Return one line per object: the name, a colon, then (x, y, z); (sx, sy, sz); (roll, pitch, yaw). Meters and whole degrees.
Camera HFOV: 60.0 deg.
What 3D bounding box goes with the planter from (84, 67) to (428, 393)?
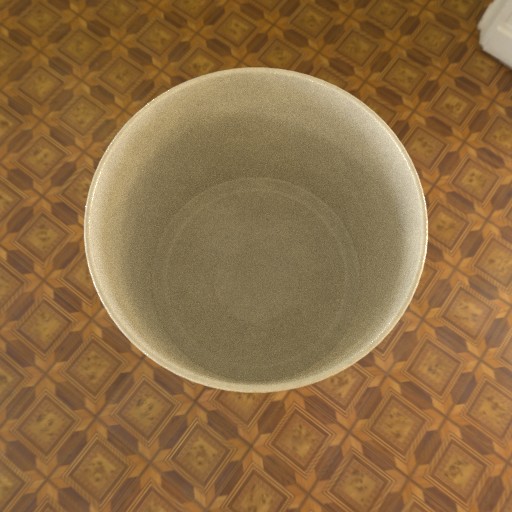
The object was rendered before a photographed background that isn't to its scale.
planter: (0.000, 0.000, 0.437); (0.250, 0.239, 0.250); (0, 75, 0)
